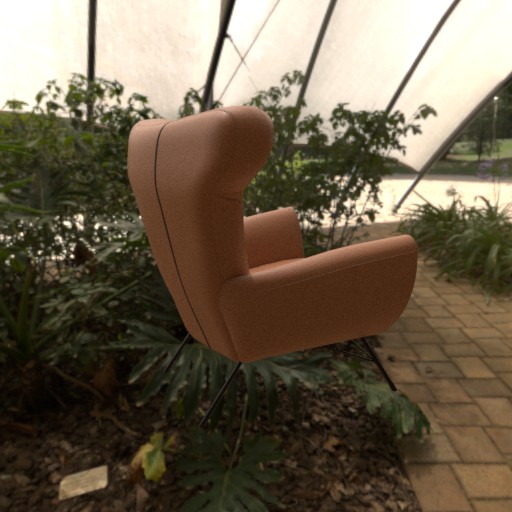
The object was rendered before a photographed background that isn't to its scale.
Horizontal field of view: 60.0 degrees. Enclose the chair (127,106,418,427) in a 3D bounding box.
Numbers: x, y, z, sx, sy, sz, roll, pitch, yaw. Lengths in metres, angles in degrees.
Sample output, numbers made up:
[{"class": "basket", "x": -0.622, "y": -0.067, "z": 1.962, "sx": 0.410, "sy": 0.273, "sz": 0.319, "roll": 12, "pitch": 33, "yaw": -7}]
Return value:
[{"class": "chair", "x": 0.000, "y": 0.000, "z": 1.736, "sx": 0.900, "sy": 1.050, "sz": 0.980, "roll": -8, "pitch": 16, "yaw": -27}]
